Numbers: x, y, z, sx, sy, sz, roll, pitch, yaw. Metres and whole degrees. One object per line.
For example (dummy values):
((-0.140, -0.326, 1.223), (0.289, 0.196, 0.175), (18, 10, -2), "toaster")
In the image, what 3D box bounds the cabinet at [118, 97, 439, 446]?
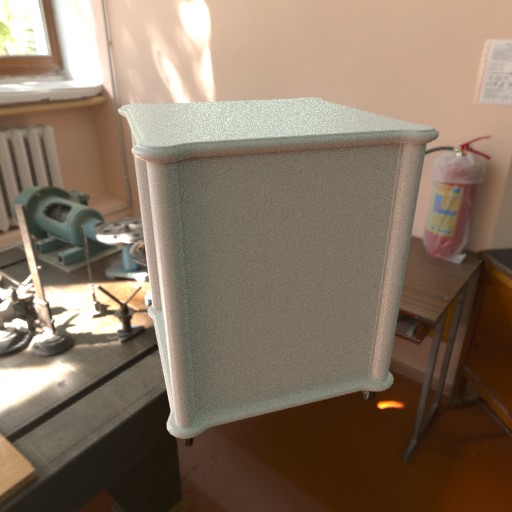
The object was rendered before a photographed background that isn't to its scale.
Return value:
((0.000, 0.000, 1.238), (0.628, 0.761, 0.627), (-8, 27, -16), "cabinet")
